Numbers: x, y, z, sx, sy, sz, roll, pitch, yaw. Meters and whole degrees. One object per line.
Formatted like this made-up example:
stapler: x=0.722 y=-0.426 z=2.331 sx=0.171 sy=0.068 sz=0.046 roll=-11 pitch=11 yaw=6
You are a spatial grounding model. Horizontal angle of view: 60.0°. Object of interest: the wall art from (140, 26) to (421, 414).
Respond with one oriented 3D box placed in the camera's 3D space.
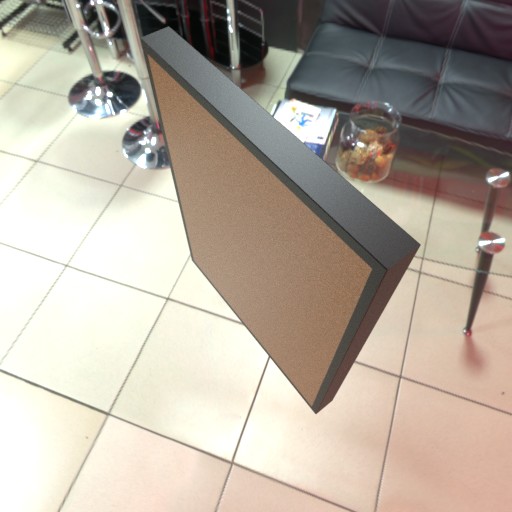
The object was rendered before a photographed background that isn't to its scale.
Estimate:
wall art: x=0.000 y=0.000 z=0.484 sx=0.030 sy=0.369 sz=0.294 roll=-33 pitch=63 yaw=-19
